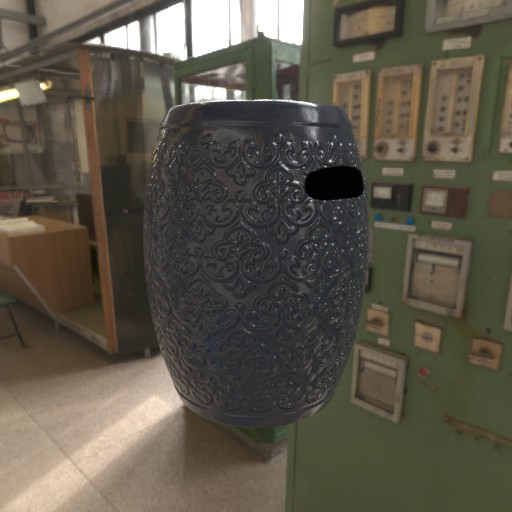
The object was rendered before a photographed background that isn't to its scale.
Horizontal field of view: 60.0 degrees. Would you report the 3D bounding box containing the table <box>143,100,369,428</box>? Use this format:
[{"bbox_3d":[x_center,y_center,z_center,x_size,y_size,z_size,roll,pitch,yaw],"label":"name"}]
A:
[{"bbox_3d":[0.000,0.000,0.629,0.309,0.397,0.309,0,13,0],"label":"table"}]
